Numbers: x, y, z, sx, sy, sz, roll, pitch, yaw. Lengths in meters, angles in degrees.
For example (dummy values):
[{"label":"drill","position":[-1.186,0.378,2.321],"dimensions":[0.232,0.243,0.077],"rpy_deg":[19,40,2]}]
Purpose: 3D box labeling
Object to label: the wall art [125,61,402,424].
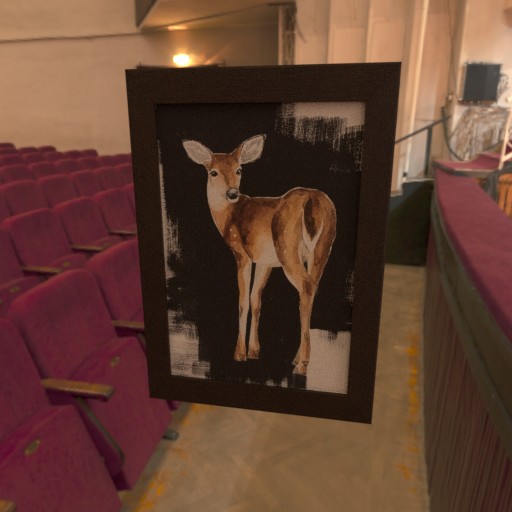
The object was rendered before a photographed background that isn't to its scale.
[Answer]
[{"label":"wall art","position":[0.000,0.000,0.640],"dimensions":[0.359,0.508,0.013],"rpy_deg":[3,16,11]}]
